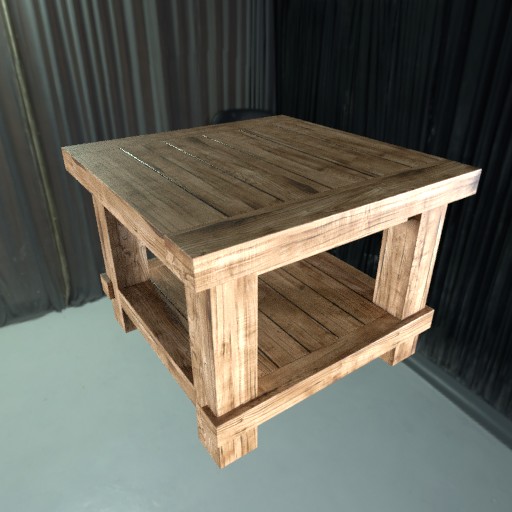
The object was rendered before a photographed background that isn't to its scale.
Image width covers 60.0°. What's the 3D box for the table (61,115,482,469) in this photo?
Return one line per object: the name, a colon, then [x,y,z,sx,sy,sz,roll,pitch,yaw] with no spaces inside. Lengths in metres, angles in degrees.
table: [0.000,0.000,1.008,0.610,0.457,0.610,-19,34,-30]
